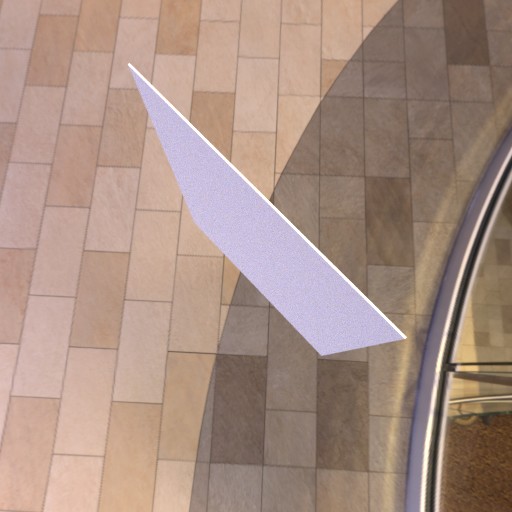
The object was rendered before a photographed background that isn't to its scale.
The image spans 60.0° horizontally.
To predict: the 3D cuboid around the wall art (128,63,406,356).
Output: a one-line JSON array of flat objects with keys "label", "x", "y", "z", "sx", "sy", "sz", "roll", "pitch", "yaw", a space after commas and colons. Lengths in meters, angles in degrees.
[{"label": "wall art", "x": 0.000, "y": 0.000, "z": 0.800, "sx": 0.003, "sy": 0.610, "sz": 0.457, "roll": -42, "pitch": 79, "yaw": -10}]
